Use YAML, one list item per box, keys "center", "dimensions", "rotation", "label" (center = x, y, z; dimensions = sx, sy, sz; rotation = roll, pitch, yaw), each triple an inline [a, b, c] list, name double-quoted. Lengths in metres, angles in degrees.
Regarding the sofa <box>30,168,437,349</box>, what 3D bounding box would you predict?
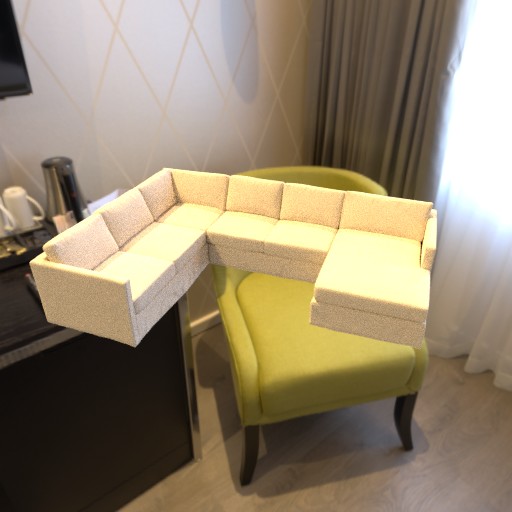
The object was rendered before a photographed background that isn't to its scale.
- center: [0.000, 0.000, 4.558]
  dimensions: [3.460, 0.882, 2.427]
  rotation: [10, 32, 17]
  label: "sofa"
